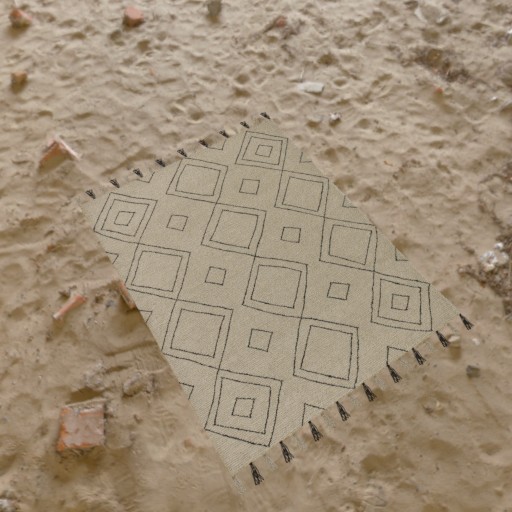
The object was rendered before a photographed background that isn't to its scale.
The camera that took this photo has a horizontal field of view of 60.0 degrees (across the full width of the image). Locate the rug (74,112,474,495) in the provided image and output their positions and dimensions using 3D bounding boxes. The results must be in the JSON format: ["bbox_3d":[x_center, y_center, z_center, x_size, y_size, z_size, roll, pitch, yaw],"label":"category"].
[{"bbox_3d":[0.000,0.000,4.147,2.342,0.026,3.221,-29,63,-17],"label":"rug"}]
